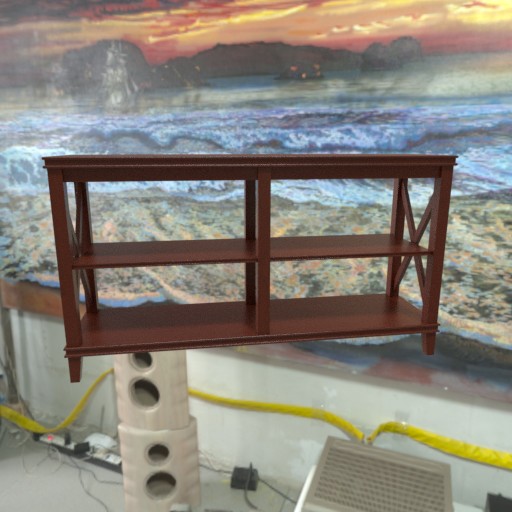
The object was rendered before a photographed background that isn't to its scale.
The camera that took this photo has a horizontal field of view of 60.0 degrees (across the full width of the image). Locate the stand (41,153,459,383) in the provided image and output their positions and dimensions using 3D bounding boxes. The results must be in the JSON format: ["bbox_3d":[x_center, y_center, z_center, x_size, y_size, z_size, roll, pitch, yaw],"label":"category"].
[{"bbox_3d":[0.000,0.000,1.714,1.372,0.762,0.381,-2,14,-9],"label":"stand"}]
